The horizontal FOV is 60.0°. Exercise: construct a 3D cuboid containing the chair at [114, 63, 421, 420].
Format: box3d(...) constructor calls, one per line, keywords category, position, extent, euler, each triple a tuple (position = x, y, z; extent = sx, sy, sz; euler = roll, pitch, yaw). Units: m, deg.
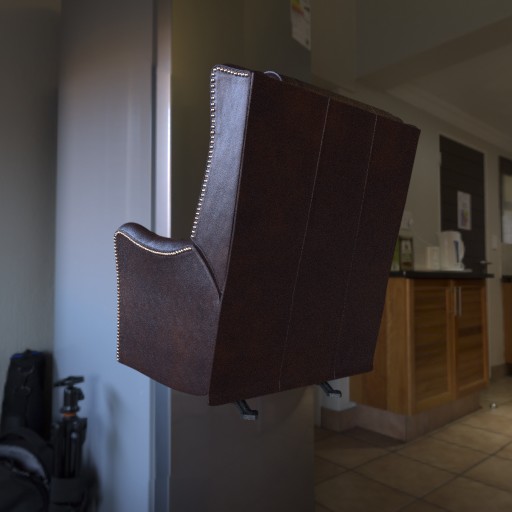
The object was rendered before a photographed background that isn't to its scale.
box3d(category="chair", position=(0.000, 0.000, 1.806), extent=(0.869, 1.084, 1.008), euler=(1, -2, -38))
